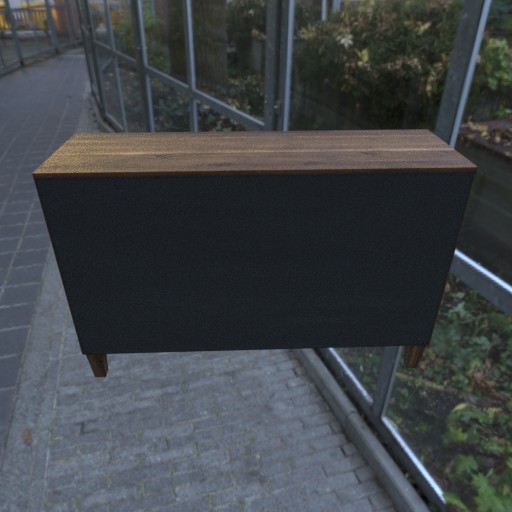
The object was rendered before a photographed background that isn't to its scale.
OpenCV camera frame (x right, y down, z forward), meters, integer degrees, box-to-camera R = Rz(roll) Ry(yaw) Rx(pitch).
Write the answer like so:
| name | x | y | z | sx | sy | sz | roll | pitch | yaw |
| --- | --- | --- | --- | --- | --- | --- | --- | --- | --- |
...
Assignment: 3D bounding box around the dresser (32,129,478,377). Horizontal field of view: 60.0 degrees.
| name | x | y | z | sx | sy | sz | roll | pitch | yaw |
| --- | --- | --- | --- | --- | --- | --- | --- | --- | --- |
| dresser | 0.000 | 0.000 | 1.796 | 1.387 | 0.892 | 0.438 | -1 | 31 | -2 |
